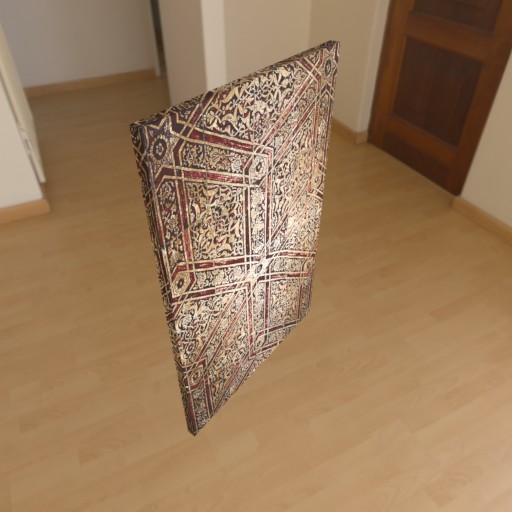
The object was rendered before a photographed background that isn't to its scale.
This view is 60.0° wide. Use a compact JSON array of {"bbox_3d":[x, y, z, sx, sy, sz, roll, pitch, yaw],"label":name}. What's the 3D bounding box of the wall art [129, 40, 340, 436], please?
[{"bbox_3d":[0.000,0.000,0.753,0.020,0.599,0.397,26,47,28],"label":"wall art"}]
